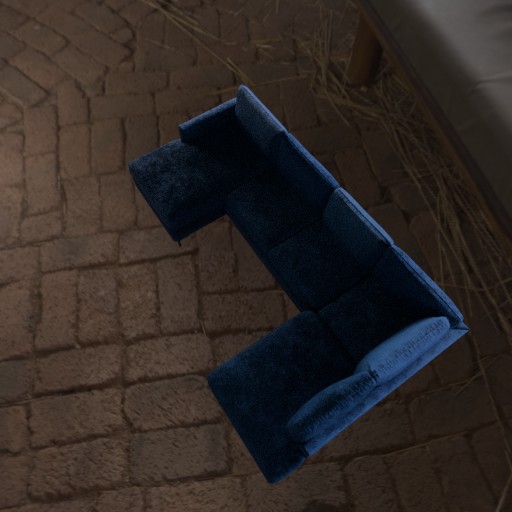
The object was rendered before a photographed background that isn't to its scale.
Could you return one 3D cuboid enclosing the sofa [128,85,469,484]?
[{"bbox_3d":[0.000,0.000,4.306,2.055,0.992,3.434,-31,67,-15],"label":"sofa"}]
